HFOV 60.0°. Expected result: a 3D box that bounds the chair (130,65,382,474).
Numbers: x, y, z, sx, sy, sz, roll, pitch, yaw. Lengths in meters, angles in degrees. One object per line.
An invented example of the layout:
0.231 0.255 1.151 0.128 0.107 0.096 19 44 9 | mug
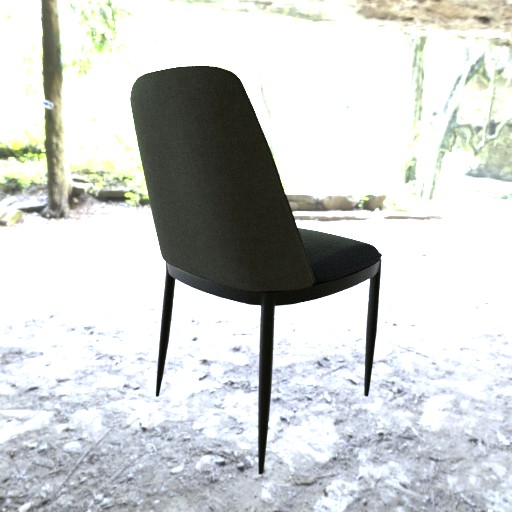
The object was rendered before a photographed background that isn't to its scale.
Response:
0.000 0.000 1.156 0.550 0.855 0.488 -14 20 -42 | chair
